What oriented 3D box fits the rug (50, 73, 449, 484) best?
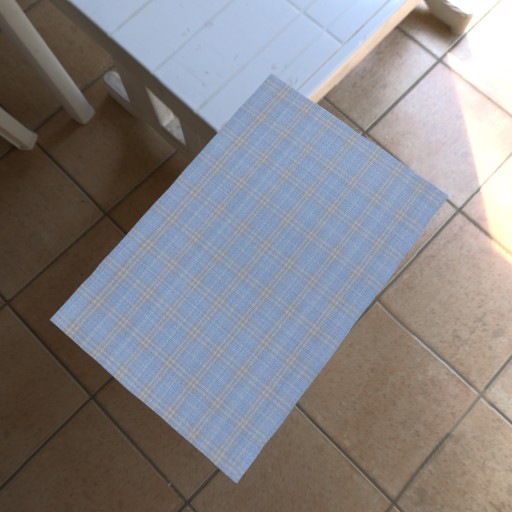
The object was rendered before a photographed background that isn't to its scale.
[{"bbox_3d":[0.000,0.000,2.324,1.231,0.012,1.835,38,79,8],"label":"rug"}]
